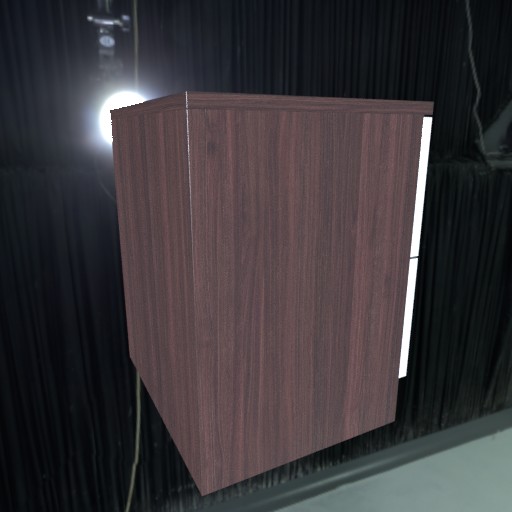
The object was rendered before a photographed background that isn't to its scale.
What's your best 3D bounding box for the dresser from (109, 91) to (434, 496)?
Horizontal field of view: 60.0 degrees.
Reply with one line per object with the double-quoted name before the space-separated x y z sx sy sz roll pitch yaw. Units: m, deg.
"dresser" 0.000 0.000 0.735 0.360 0.470 0.400 -8 17 -27
